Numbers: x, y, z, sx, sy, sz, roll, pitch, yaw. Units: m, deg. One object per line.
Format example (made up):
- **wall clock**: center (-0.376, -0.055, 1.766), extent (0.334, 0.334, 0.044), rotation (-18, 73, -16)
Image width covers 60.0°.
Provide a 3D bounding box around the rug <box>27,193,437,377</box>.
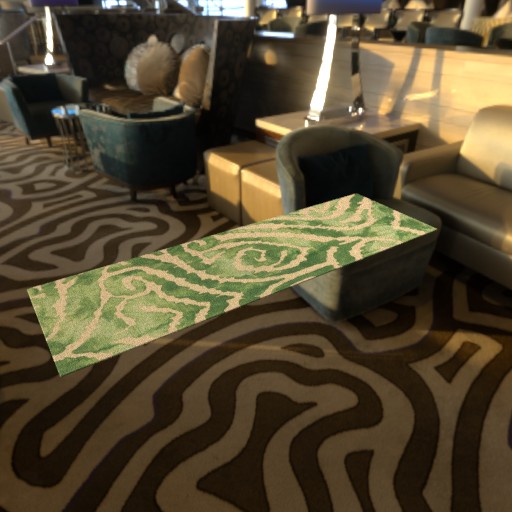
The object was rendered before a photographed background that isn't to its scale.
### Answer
- **rug**: center (0.000, 0.000, 2.682), extent (2.438, 0.006, 0.761), rotation (-18, 35, -29)
